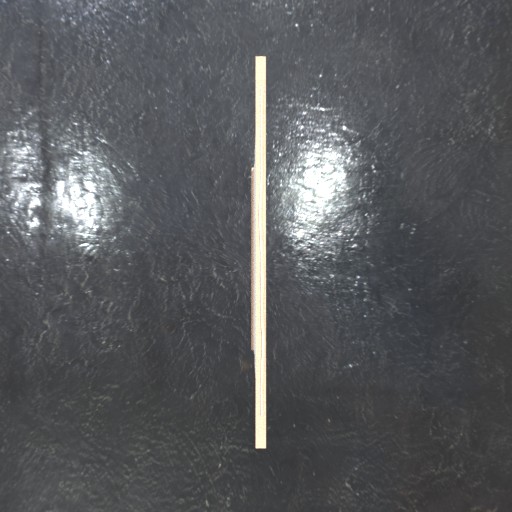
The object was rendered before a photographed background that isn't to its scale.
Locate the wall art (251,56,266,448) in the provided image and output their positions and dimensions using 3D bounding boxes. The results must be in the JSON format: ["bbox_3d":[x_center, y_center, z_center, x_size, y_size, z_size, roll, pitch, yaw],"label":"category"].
[{"bbox_3d":[0.000,0.000,1.356,0.020,1.013,0.758,0,89,-1],"label":"wall art"}]
